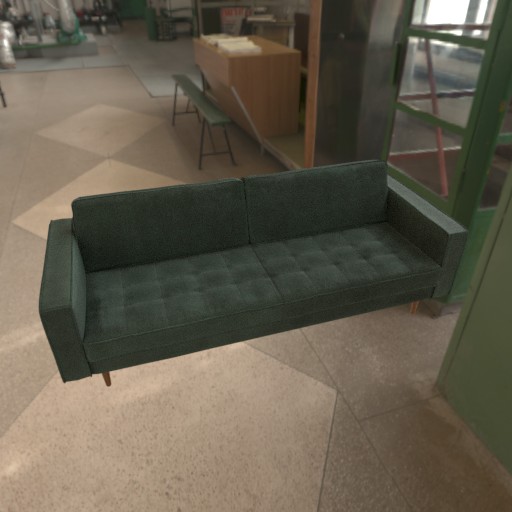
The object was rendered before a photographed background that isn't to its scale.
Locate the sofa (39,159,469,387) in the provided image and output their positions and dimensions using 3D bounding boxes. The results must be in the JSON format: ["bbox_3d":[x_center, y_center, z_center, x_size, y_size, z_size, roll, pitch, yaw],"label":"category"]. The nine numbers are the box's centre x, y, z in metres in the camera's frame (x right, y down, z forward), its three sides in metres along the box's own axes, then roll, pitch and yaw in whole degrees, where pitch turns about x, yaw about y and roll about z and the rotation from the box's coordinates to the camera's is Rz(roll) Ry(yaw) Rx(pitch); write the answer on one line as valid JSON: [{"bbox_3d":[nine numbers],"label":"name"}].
[{"bbox_3d":[0.000,0.000,2.559,2.214,0.781,0.886,-10,34,-15],"label":"sofa"}]
